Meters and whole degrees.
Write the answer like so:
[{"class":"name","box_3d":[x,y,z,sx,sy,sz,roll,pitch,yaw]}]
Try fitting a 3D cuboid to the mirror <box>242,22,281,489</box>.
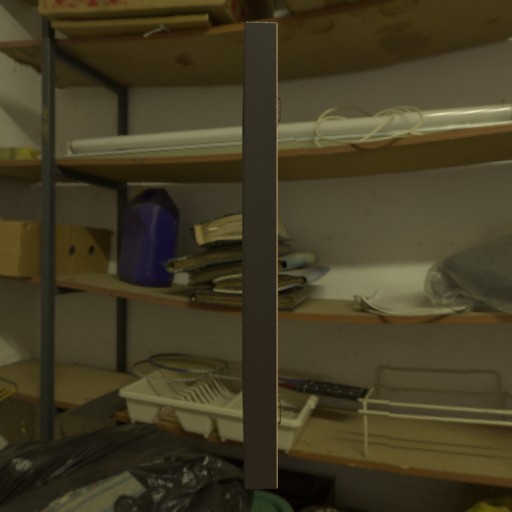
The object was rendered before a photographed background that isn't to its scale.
[{"class":"mirror","box_3d":[0.000,0.000,0.685,0.041,0.509,0.406,0,0,-2]}]
